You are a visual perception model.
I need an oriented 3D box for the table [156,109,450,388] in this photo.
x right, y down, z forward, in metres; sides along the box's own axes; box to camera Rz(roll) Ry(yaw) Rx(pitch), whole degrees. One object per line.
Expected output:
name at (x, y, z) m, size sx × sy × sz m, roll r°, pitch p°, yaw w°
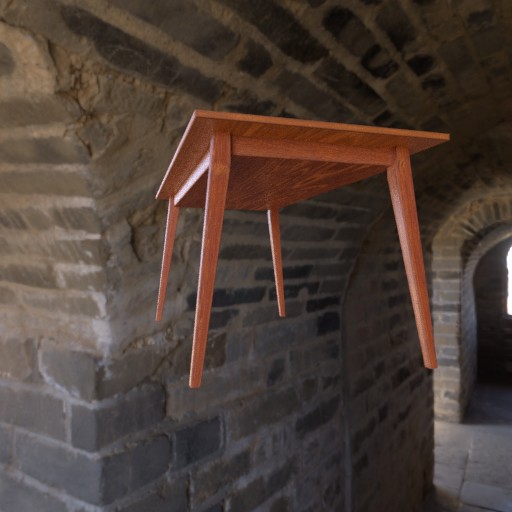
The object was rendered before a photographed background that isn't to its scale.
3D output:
table at (0.000, 0.000, 2.055) m, size 0.811 × 0.755 × 1.609 m, roll 0°, pitch -1°, yaw -16°
